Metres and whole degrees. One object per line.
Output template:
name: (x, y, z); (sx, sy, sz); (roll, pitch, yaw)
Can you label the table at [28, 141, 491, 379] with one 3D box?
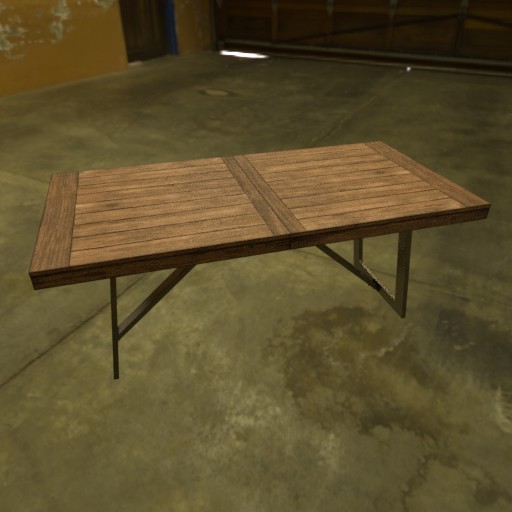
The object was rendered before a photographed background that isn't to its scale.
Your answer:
table: (0.000, 0.000, 2.286); (1.867, 0.757, 0.931); (-9, 33, -14)
